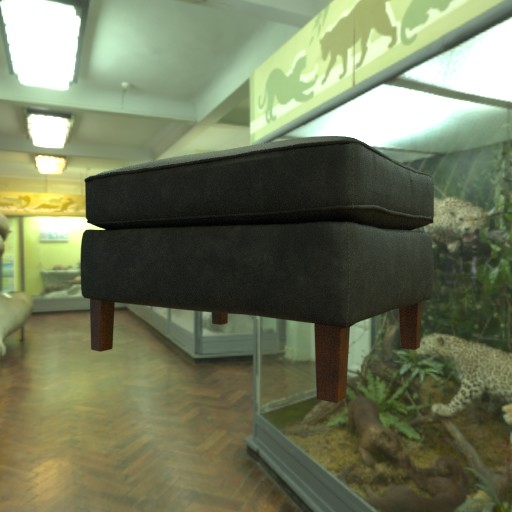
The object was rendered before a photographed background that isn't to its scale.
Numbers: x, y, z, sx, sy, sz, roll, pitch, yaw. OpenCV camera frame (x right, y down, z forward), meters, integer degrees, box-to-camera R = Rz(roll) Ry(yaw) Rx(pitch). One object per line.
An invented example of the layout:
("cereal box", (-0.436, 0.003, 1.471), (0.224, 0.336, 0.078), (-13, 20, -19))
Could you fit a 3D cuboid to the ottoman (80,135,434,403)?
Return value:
("ottoman", (0.000, 0.000, 0.985), (0.665, 0.413, 0.501), (1, 1, 35))
